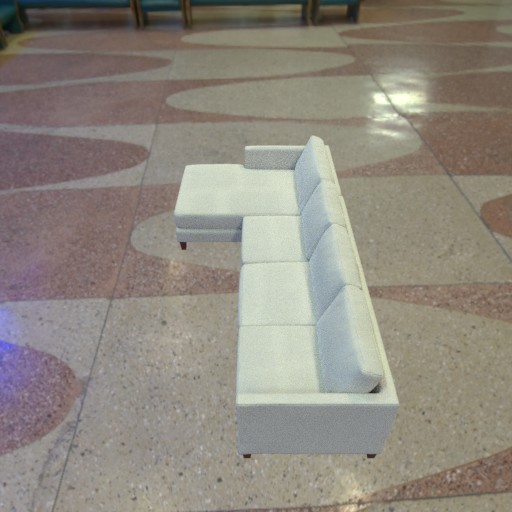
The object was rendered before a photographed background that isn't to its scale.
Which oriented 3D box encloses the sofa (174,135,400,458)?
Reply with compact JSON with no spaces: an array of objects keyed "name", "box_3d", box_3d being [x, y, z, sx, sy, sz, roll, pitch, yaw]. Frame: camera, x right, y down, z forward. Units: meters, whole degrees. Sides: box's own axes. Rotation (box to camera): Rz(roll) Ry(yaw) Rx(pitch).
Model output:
[{"name":"sofa","box_3d":[0.000,0.000,3.842,1.625,0.861,3.186,0,40,0]}]
